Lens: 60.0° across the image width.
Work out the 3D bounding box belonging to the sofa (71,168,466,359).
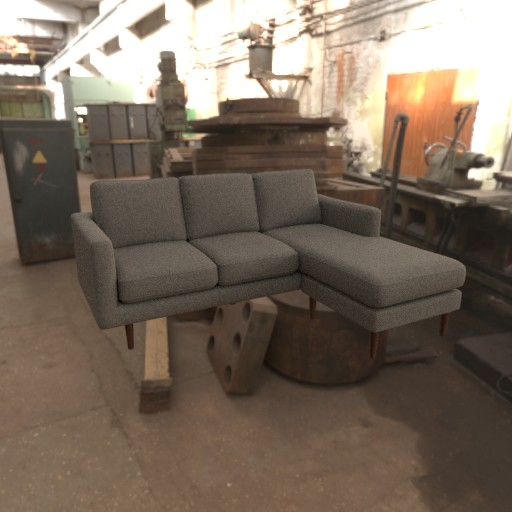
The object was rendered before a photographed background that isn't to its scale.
[{"bbox_3d":[0.000,0.000,2.919,2.055,0.957,1.667,-9,19,-27],"label":"sofa"}]
